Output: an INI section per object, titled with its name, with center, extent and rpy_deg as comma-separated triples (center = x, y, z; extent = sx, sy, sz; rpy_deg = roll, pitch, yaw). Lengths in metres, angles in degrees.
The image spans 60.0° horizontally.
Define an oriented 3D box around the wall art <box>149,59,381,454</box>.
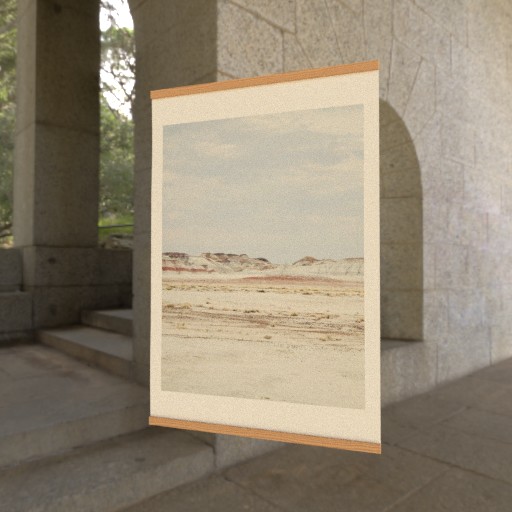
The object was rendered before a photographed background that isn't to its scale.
[wall art]
center = 0.000, 0.000, 1.879
extent = 1.011, 1.521, 0.025
rpy_deg = 0, -1, 18
